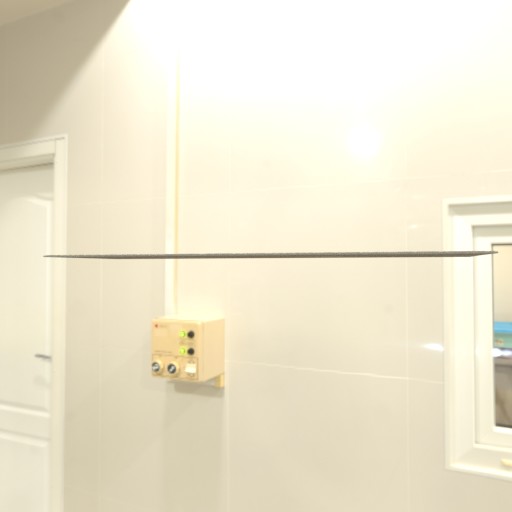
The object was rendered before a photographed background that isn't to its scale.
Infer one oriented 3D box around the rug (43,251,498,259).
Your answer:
[{"bbox_3d":[0.000,0.000,2.378,2.196,0.011,0.662,0,-2,17],"label":"rug"}]
